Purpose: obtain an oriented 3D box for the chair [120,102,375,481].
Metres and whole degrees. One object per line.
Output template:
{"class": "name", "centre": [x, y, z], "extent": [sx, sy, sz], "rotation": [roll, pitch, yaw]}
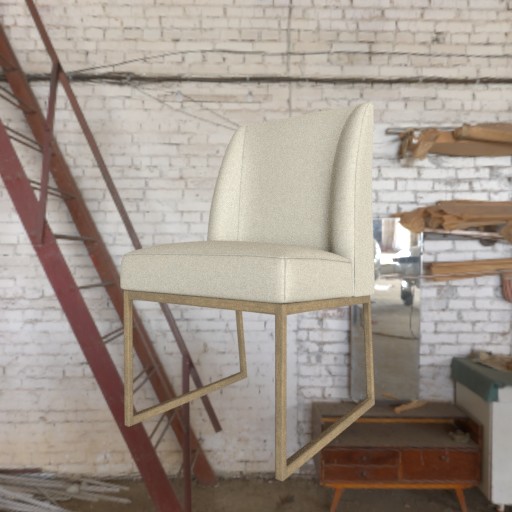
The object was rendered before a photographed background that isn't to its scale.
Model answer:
{"class": "chair", "centre": [0.000, 0.000, 1.191], "extent": [0.508, 0.863, 0.522], "rotation": [1, 2, 35]}
